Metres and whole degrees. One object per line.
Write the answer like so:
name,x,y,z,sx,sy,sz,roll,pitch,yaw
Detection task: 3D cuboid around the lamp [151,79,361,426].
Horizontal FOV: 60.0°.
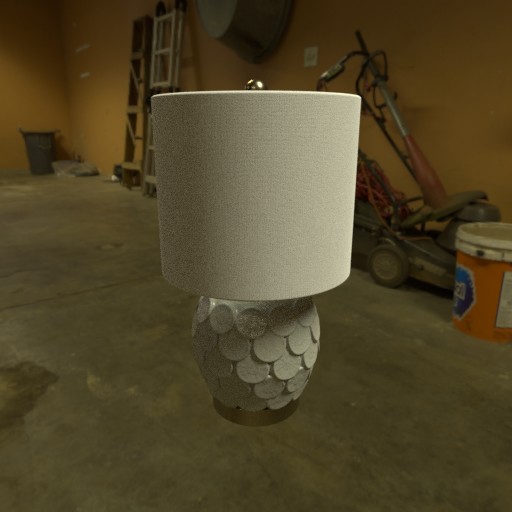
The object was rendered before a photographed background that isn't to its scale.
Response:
lamp,0.000,0.000,0.607,0.254,0.452,0.254,0,17,0
